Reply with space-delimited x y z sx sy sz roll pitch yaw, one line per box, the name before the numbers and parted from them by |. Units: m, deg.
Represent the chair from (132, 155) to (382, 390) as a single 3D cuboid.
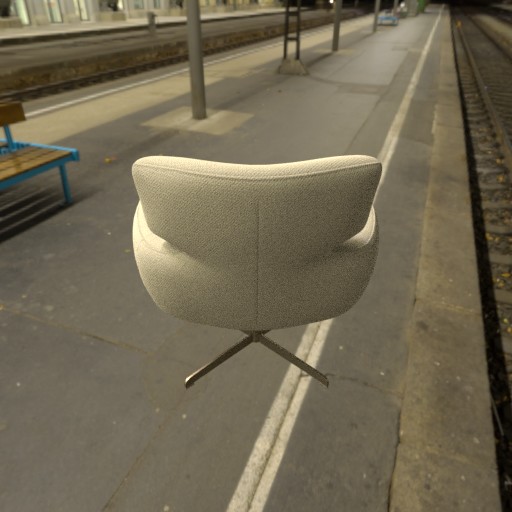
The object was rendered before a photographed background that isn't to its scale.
chair | 0.000 0.000 1.383 0.760 0.810 0.730 0 31 -1
